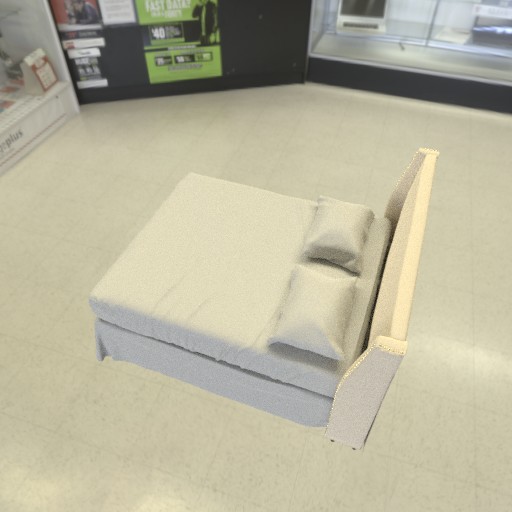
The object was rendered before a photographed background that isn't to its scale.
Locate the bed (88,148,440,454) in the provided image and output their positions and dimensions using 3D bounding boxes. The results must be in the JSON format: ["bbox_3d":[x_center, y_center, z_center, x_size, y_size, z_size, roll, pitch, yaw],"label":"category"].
[{"bbox_3d":[0.000,0.000,3.476,2.276,1.332,1.925,15,48,14],"label":"bed"}]
